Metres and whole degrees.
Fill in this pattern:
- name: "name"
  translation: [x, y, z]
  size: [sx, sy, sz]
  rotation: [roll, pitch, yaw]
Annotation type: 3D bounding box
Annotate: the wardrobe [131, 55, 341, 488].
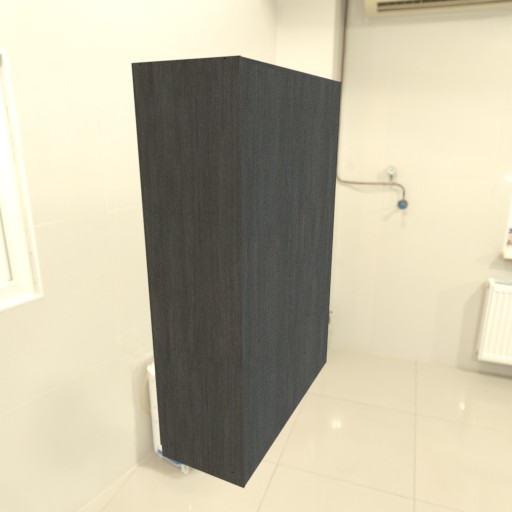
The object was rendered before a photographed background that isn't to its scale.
- name: "wardrobe"
  translation: [0.000, 0.000, 2.508]
  size: [0.510, 1.910, 1.290]
  rotation: [8, 19, 25]
